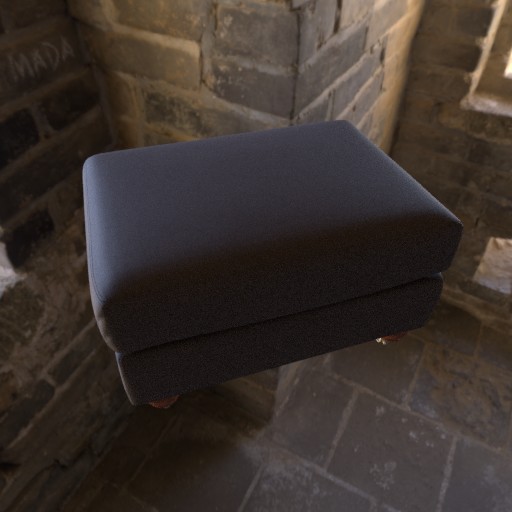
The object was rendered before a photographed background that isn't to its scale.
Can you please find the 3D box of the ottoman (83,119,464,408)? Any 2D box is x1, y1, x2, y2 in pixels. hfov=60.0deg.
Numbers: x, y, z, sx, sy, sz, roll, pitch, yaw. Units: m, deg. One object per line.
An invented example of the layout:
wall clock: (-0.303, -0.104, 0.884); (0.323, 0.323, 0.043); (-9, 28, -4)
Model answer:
ottoman: (0.000, 0.000, 1.154); (0.773, 0.497, 0.574); (-12, 42, -14)
